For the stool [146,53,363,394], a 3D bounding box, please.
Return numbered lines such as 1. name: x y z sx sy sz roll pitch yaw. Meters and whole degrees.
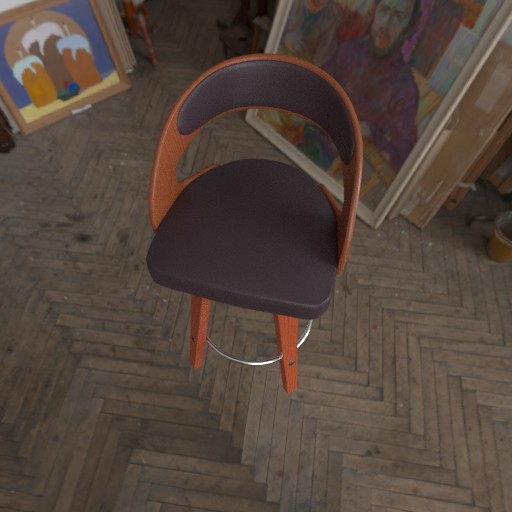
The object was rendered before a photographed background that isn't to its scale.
1. stool: 0.000 0.000 1.236 0.457 0.940 0.457 12 59 8
